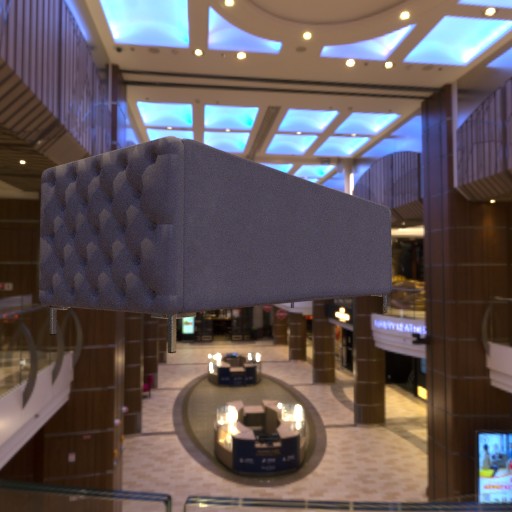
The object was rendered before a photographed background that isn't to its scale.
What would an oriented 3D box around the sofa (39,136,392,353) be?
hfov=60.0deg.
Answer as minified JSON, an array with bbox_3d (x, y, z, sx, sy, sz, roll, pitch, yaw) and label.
[{"bbox_3d":[0.000,0.000,2.630,0.895,0.771,2.209,-2,-3,37],"label":"sofa"}]
